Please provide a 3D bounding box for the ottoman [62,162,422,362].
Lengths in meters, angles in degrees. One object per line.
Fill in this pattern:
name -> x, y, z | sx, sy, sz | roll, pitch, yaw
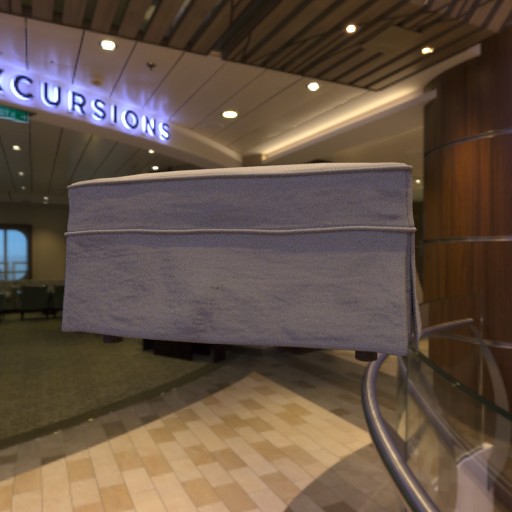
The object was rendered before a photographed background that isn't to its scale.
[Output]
ottoman -> 0.000, 0.000, 1.369 | 0.944, 0.479, 0.703 | 0, 0, 17
